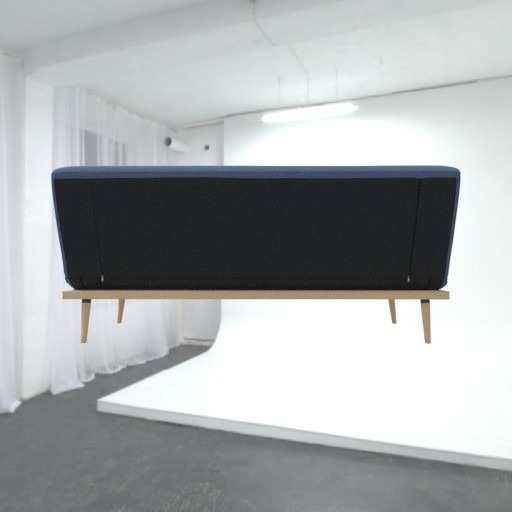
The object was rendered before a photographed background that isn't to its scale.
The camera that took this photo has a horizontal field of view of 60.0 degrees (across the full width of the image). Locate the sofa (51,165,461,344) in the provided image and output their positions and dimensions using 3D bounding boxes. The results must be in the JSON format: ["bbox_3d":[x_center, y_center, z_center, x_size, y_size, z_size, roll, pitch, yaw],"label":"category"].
[{"bbox_3d":[0.000,0.000,2.287,1.800,0.800,0.796,0,0,1],"label":"sofa"}]
